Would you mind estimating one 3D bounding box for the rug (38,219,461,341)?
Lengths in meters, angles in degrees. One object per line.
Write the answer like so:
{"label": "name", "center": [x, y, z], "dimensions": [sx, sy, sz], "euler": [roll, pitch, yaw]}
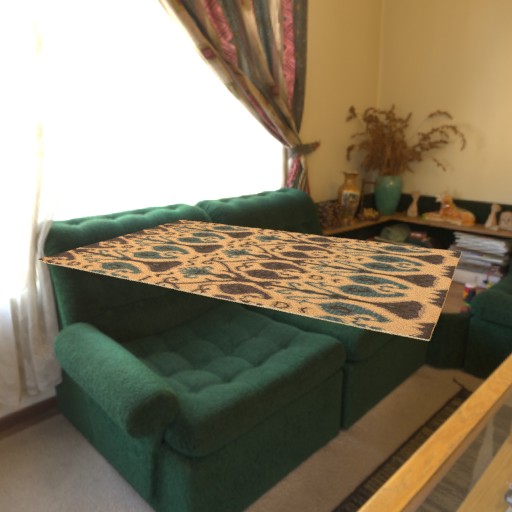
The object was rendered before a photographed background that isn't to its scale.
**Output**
{"label": "rug", "center": [0.000, 0.000, 2.090], "dimensions": [1.698, 0.013, 1.072], "euler": [8, 18, 27]}
